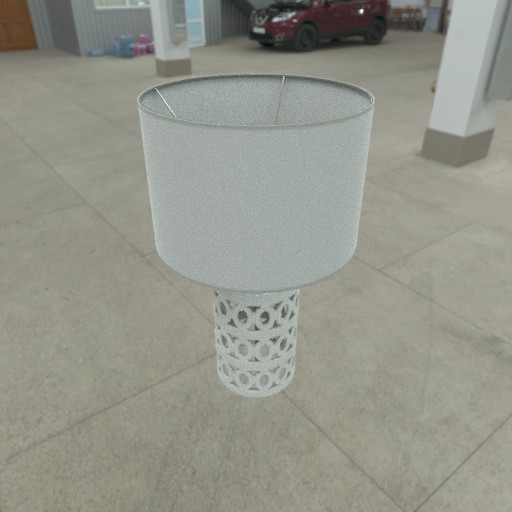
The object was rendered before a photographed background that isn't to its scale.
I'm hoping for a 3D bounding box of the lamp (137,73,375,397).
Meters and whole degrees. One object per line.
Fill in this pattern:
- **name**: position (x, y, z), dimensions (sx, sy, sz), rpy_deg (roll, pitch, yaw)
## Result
- **lamp**: position (0.000, 0.000, 0.716), dimensions (0.310, 0.502, 0.310), rpy_deg (0, 32, 0)
